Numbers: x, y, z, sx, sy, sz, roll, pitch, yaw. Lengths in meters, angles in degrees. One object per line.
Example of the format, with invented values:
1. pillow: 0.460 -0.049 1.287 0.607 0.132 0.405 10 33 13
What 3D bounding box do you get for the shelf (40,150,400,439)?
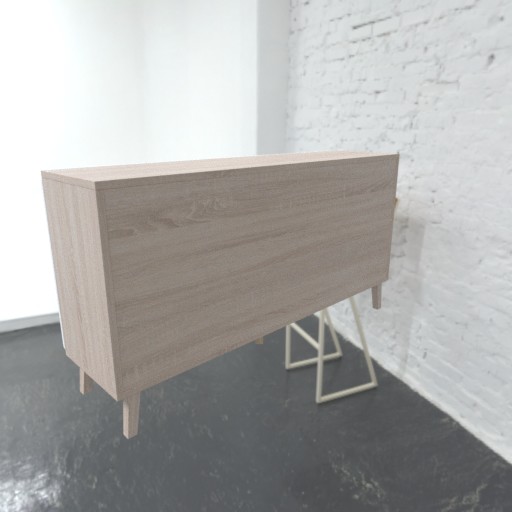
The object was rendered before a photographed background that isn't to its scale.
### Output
1. shelf: 0.000 0.000 1.838 1.490 0.780 0.400 -15 23 -42
